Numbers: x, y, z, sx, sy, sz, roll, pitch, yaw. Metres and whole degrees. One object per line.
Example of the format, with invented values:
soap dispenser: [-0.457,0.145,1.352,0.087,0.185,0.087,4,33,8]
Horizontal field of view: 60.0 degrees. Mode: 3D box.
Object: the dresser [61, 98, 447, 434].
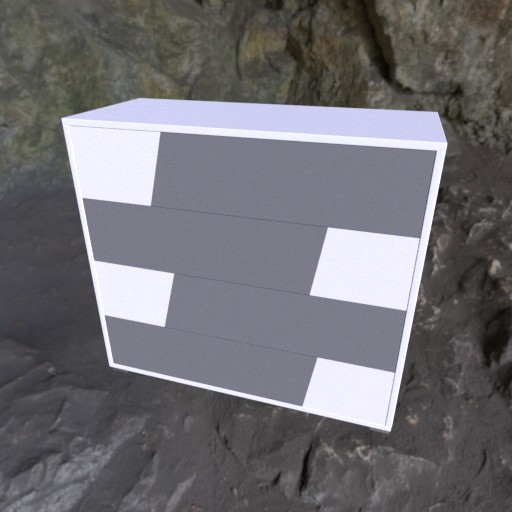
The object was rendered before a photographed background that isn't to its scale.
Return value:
dresser: [0.000,0.000,1.626,1.100,1.000,0.460,8,28,15]
